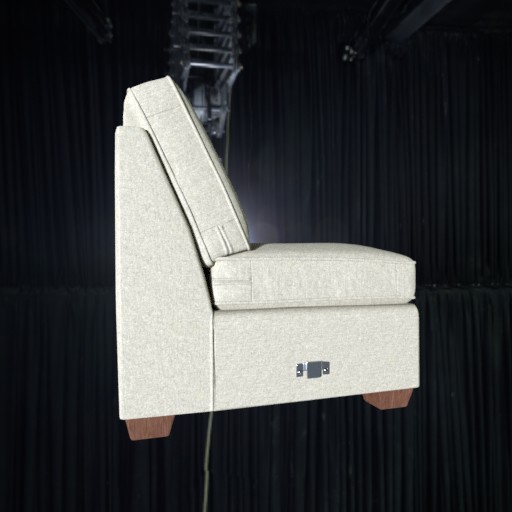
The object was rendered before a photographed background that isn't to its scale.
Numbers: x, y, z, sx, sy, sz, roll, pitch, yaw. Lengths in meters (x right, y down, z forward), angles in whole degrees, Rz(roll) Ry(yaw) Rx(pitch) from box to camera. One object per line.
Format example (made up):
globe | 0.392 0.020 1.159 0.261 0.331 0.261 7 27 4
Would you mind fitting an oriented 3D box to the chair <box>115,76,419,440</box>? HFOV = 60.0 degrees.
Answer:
chair | 0.000 0.000 1.684 1.020 1.058 0.674 0 0 -18
